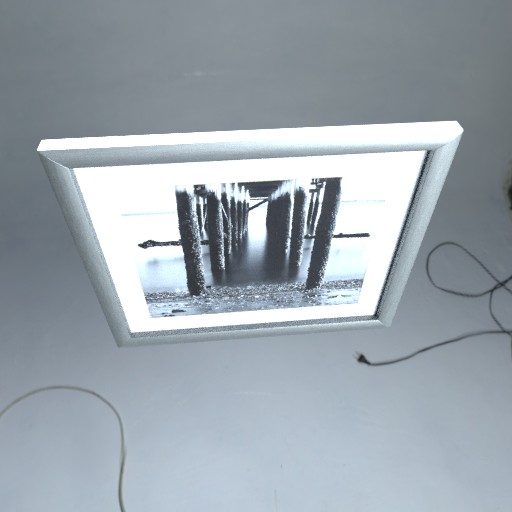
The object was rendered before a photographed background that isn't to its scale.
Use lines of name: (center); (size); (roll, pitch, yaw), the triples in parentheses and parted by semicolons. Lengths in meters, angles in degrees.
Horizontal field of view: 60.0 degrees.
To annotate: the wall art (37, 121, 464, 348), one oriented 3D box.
wall art: (0.000, 0.000, 0.747); (0.556, 0.457, 0.028); (-4, 46, -4)
